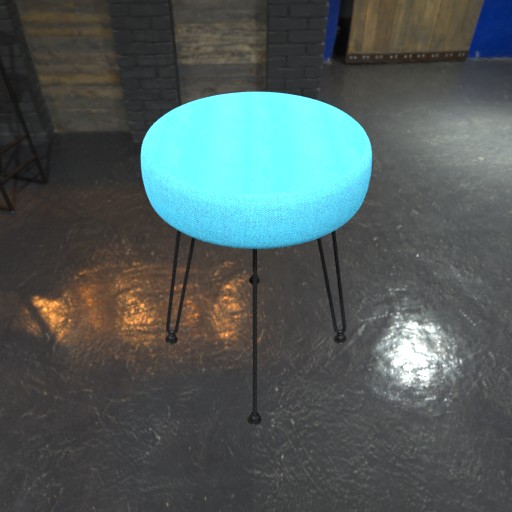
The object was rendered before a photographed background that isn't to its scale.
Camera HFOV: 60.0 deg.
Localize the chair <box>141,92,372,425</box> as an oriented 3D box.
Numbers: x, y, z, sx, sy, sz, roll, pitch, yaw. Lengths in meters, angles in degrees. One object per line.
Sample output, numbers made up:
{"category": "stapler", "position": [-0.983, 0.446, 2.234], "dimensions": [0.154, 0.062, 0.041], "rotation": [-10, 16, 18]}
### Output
{"category": "chair", "position": [0.000, 0.000, 0.712], "dimensions": [0.350, 0.440, 0.350], "rotation": [0, 42, 0]}
